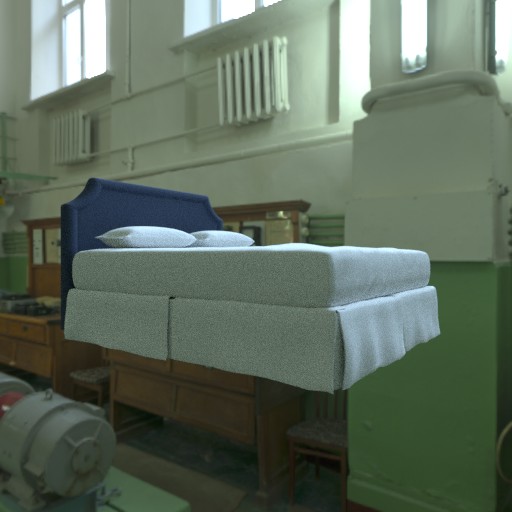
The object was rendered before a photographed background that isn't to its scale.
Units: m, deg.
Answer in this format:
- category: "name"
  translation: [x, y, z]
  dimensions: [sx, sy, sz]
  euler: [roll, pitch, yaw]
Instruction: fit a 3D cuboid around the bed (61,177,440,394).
- category: "bed"
  translation: [0.000, 0.000, 4.084]
  dimensions: [2.773, 1.488, 2.350]
  euler: [0, 0, 35]
